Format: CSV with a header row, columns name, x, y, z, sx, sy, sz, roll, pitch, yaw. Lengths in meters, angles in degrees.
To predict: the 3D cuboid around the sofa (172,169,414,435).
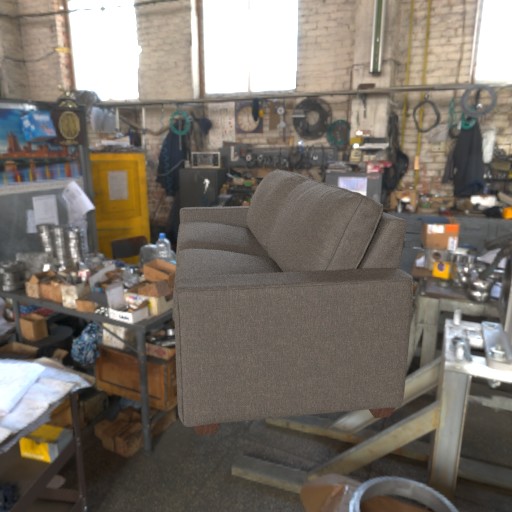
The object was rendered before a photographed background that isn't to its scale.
name,x,y,z,sx,sy,sz,roll,pitch,yaw
sofa,0.000,0.000,2.610,0.940,0.919,2.080,-2,14,-9
